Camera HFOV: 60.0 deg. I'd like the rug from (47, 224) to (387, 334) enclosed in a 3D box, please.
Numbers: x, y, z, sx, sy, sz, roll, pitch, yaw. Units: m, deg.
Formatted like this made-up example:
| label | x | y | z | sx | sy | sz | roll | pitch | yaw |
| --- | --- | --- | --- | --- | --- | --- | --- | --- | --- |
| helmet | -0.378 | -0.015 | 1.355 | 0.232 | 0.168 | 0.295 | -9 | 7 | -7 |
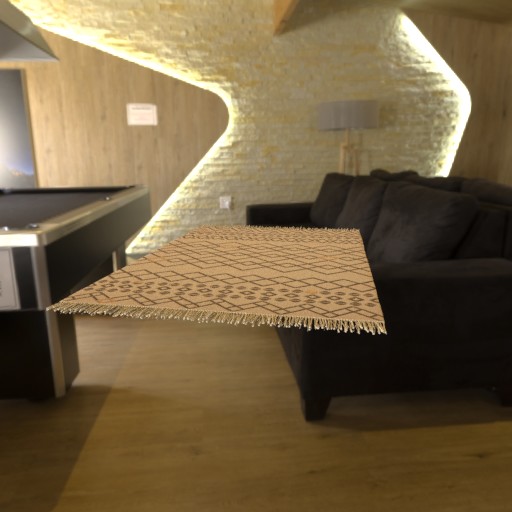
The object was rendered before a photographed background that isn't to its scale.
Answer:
| label | x | y | z | sx | sy | sz | roll | pitch | yaw |
| --- | --- | --- | --- | --- | --- | --- | --- | --- | --- |
| rug | 0.000 | 0.000 | 2.489 | 1.224 | 0.028 | 2.023 | 2 | 13 | 10 |
